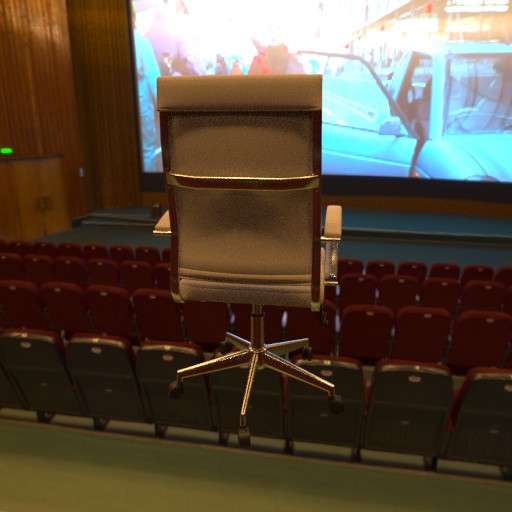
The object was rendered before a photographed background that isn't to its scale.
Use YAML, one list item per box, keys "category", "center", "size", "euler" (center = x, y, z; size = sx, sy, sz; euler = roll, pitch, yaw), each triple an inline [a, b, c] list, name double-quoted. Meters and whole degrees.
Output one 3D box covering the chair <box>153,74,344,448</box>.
- category: "chair"
  center: [0.000, 0.000, 1.585]
  size: [0.679, 1.149, 0.667]
  euler: [3, 17, 9]
